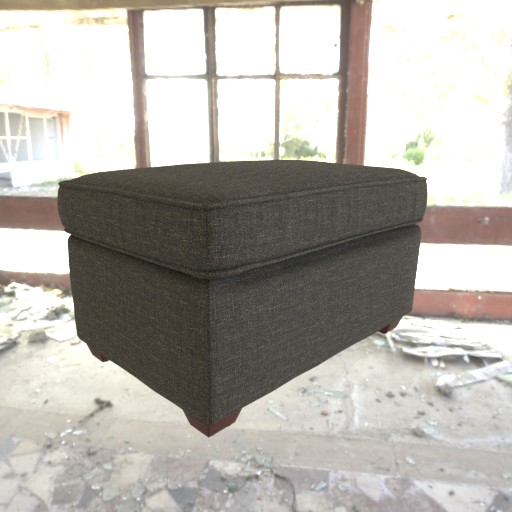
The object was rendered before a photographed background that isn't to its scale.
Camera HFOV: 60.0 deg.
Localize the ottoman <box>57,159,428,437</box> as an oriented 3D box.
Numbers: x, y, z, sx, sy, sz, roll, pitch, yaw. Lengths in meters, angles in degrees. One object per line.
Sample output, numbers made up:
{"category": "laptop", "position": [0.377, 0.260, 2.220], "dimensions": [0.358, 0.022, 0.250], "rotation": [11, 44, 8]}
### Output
{"category": "ottoman", "position": [0.000, 0.000, 1.078], "dimensions": [0.549, 0.450, 0.749], "rotation": [14, 20, 43]}
